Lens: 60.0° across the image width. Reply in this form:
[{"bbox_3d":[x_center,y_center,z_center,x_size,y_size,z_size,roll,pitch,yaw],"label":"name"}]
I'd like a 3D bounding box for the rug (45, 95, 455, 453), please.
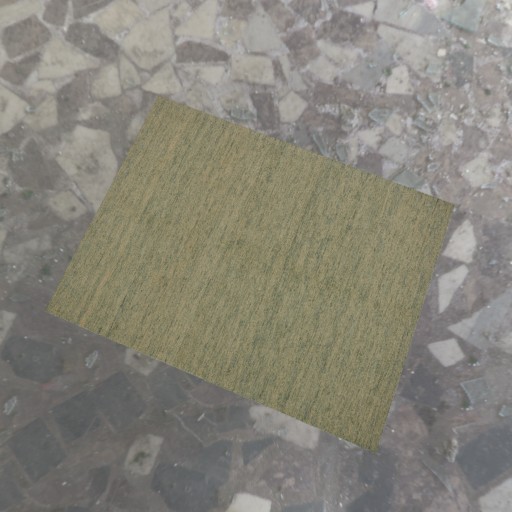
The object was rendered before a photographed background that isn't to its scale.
[{"bbox_3d":[0.000,0.000,4.199,3.201,0.014,2.437,22,77,5],"label":"rug"}]
